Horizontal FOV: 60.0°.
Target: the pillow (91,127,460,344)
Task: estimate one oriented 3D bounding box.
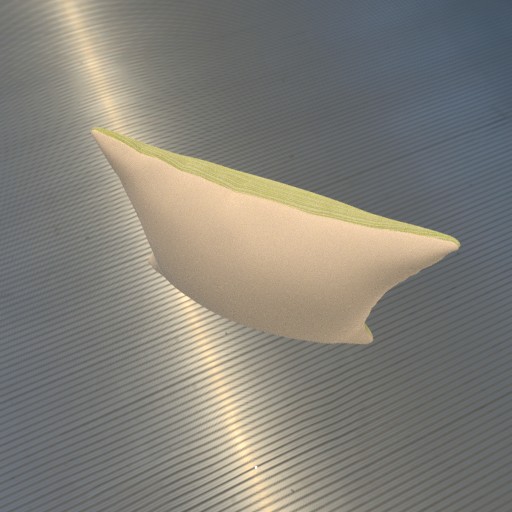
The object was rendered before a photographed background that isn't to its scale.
[{"bbox_3d":[0.000,0.000,0.821,0.560,0.487,0.229,19,66,9],"label":"pillow"}]
